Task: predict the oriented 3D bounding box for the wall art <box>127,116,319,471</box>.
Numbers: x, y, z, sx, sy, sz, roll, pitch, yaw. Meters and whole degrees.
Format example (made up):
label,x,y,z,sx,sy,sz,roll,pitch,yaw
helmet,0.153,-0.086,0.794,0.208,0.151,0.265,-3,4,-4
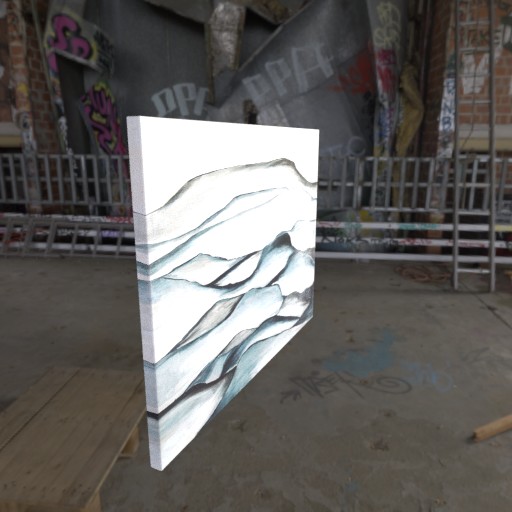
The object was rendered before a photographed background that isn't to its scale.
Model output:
label,x,y,z,sx,sy,sz,roll,pitch,yaw
wall art,0.000,0.000,1.615,0.039,0.915,1.219,7,16,26
